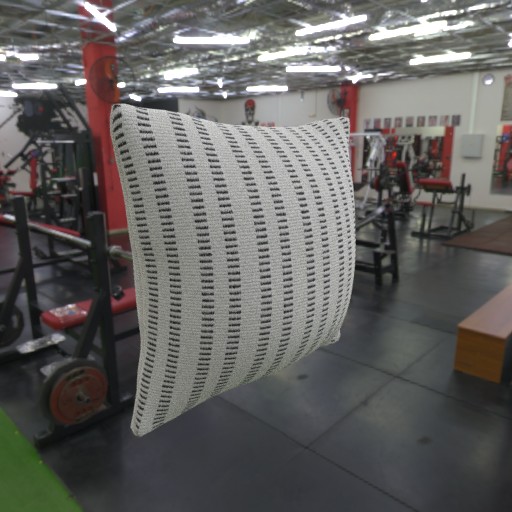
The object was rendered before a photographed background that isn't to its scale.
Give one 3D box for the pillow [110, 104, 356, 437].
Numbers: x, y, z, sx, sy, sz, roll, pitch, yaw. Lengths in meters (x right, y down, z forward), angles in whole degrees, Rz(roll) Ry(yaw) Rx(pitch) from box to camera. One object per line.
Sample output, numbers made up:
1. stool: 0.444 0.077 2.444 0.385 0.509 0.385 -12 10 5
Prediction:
1. pillow: 0.000 0.000 0.674 0.438 0.419 0.247 -13 19 -42
